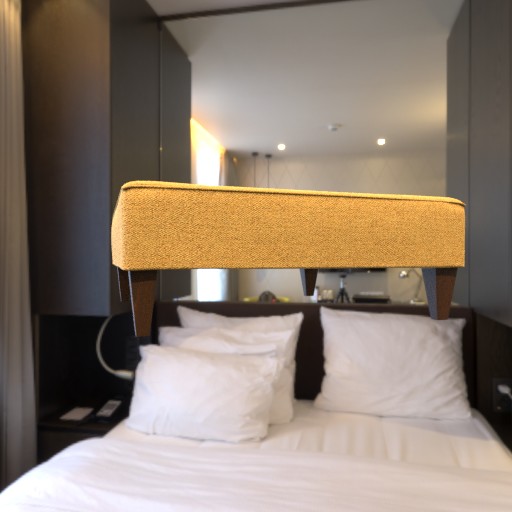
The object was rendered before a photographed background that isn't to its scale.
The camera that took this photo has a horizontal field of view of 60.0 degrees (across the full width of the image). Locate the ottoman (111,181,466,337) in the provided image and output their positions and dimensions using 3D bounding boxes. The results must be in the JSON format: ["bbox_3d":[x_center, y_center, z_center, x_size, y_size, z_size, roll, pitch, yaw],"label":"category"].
[{"bbox_3d":[0.000,0.000,1.583,0.970,0.378,0.981,0,0,-19],"label":"ottoman"}]
